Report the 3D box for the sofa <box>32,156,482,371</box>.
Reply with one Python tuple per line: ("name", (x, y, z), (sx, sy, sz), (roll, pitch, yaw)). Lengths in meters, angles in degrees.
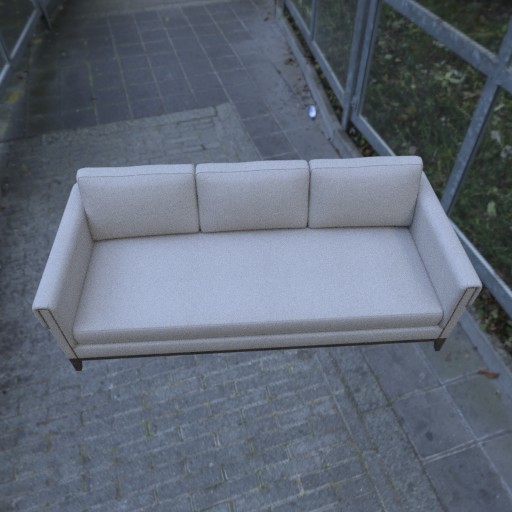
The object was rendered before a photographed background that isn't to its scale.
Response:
("sofa", (0.000, 0.000, 2.632), (2.210, 0.838, 0.959), (-3, 48, -2))
